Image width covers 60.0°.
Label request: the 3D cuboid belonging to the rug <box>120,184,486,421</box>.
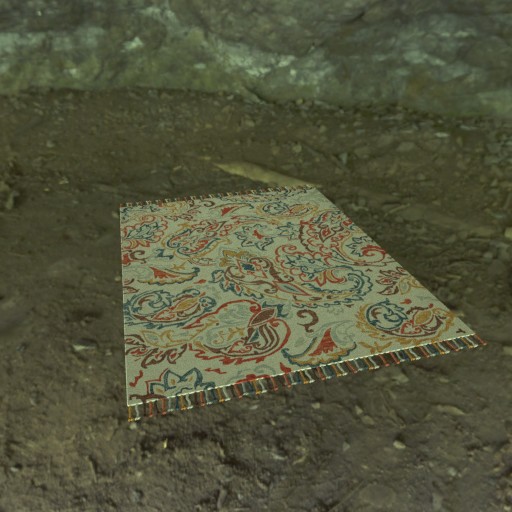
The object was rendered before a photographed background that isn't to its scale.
[{"bbox_3d":[0.000,0.000,4.185,2.439,0.015,3.274,-8,31,-14],"label":"rug"}]
